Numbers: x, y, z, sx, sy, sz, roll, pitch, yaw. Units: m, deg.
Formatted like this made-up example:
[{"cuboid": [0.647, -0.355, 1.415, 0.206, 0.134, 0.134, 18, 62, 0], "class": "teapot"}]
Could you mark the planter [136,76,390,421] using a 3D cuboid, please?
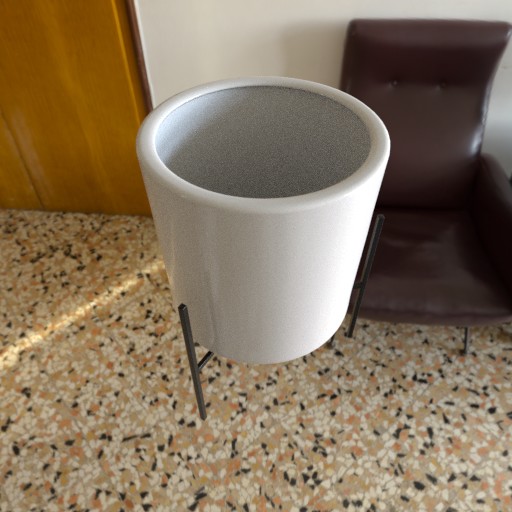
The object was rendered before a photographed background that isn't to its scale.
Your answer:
[{"cuboid": [0.000, 0.000, 0.655, 0.307, 0.431, 0.308, -23, 50, -21], "class": "planter"}]
